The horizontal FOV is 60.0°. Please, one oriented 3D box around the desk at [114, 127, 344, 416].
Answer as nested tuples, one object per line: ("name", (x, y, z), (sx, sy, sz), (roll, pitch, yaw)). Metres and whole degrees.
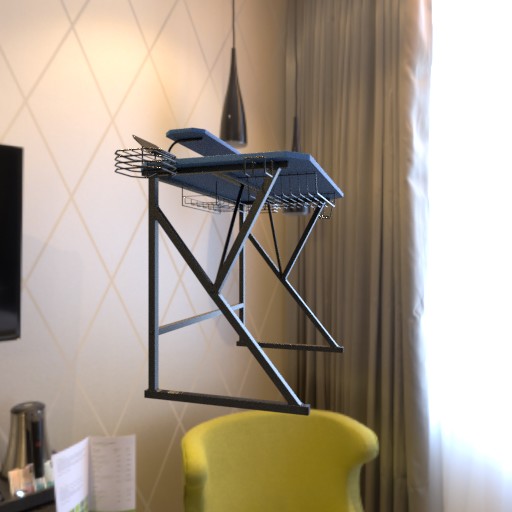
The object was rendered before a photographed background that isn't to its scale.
("desk", (0.000, 0.000, 1.771), (0.594, 0.909, 1.295), (0, 0, 18))
